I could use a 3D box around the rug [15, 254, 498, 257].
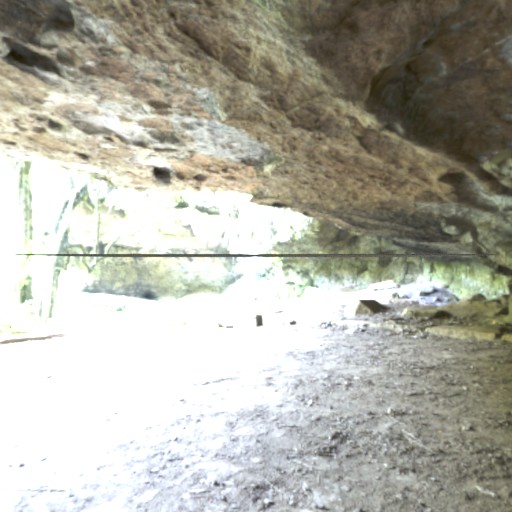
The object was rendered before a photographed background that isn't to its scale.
[{"bbox_3d":[0.000,0.000,2.276,1.818,0.005,1.217,0,-1,0],"label":"rug"}]
